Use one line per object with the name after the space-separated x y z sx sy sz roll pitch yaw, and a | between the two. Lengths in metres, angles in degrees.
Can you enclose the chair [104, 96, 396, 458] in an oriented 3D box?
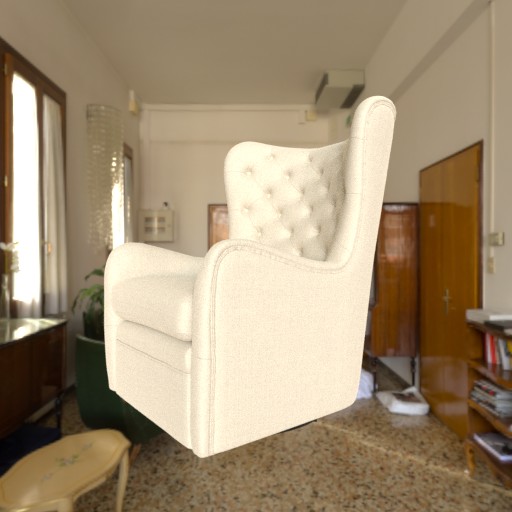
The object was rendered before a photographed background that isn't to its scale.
0.000 0.000 1.669 0.929 1.079 0.831 0 0 -36 | chair
